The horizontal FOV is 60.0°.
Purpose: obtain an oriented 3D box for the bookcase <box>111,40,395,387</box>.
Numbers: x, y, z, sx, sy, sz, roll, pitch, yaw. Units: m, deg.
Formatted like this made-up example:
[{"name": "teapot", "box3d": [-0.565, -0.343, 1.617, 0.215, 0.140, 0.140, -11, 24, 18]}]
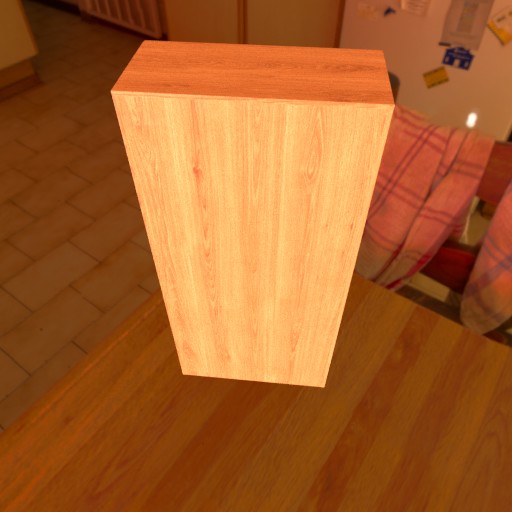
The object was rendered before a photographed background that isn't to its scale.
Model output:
[{"name": "bookcase", "box3d": [0.000, 0.000, 2.361, 0.950, 2.020, 0.420, 4, 48, 4]}]
